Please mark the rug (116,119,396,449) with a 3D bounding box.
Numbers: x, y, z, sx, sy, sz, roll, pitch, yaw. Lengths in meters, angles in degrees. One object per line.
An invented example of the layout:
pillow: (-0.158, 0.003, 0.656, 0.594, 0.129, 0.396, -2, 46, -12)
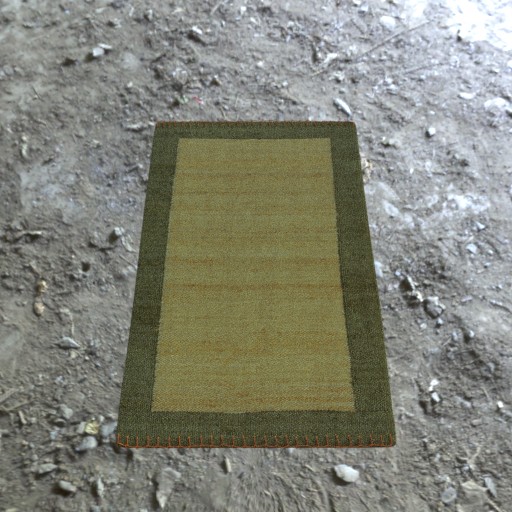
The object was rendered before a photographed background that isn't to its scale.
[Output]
rug: (0.000, 0.000, 2.294, 1.220, 0.019, 1.838, 0, 64, 0)
